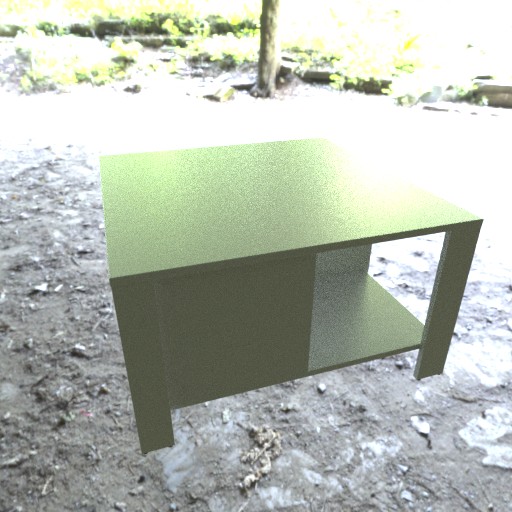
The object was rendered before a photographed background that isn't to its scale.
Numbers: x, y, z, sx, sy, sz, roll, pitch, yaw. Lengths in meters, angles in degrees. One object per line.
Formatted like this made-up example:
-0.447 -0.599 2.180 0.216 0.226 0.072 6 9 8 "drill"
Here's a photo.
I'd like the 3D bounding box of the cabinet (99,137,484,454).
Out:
0.000 0.000 1.314 0.800 0.460 0.800 -9 30 -16 "cabinet"
